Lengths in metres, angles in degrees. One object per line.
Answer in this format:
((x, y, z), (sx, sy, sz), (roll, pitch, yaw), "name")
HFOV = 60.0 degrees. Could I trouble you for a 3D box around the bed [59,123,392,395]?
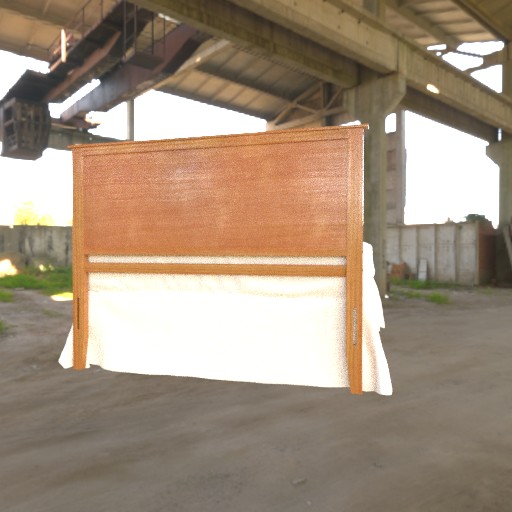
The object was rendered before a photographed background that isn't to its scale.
((0.000, 0.000, 3.247), (1.870, 1.273, 2.035), (0, 1, 16), "bed")
